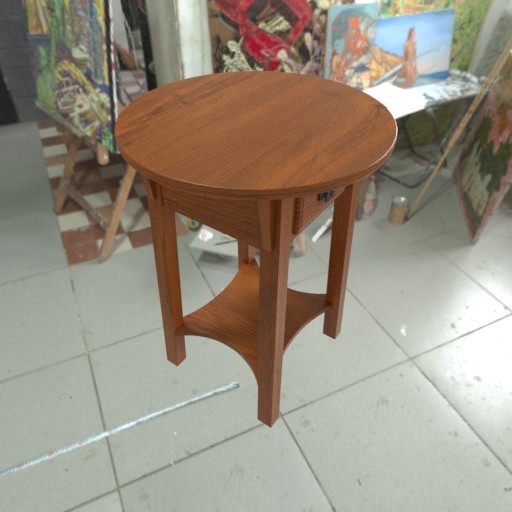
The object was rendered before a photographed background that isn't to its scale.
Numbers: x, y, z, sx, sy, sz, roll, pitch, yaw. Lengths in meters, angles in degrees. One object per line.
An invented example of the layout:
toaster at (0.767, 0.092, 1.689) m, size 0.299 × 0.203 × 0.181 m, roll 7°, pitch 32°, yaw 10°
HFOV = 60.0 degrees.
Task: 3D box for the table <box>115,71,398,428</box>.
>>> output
table at (0.000, 0.000, 0.933) m, size 0.457 × 0.610 × 0.457 m, roll 0°, pitch 40°, yaw 0°
